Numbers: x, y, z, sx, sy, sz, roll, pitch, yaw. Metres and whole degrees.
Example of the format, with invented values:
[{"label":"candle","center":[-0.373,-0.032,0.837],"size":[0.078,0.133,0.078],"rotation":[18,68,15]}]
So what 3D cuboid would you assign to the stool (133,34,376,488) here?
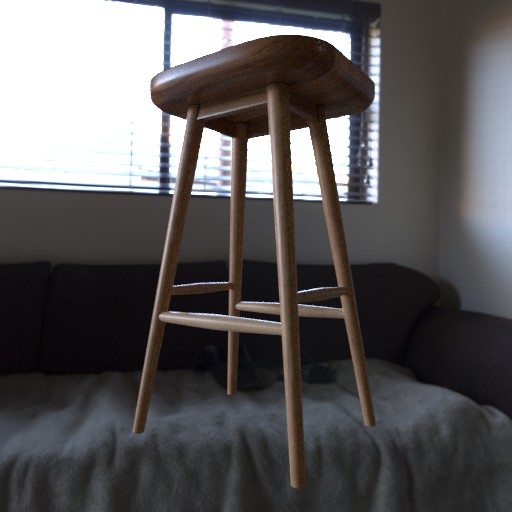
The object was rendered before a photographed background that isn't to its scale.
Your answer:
[{"label":"stool","center":[0.000,0.000,0.901],"size":[0.407,0.698,0.322],"rotation":[0,0,35]}]
